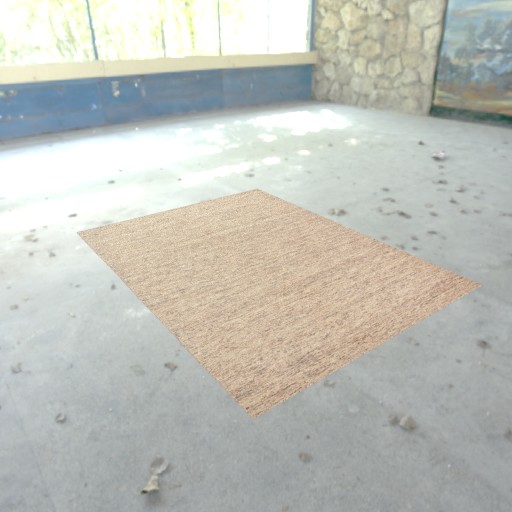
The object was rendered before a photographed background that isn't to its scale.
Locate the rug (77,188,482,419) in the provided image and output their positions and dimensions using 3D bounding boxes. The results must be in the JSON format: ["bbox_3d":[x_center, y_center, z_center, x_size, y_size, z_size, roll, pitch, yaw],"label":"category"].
[{"bbox_3d":[0.000,0.000,4.291,2.448,0.013,3.205,-19,33,-32],"label":"rug"}]
